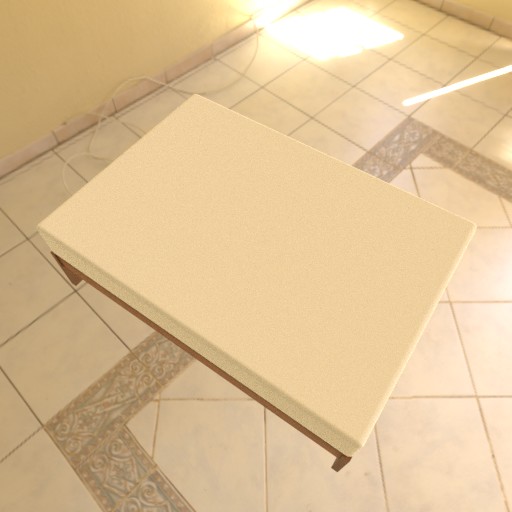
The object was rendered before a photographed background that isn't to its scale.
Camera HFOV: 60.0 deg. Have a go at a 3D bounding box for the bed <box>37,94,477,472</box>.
[{"bbox_3d":[0.000,0.000,2.577,1.927,0.616,1.348,30,62,18],"label":"bed"}]
